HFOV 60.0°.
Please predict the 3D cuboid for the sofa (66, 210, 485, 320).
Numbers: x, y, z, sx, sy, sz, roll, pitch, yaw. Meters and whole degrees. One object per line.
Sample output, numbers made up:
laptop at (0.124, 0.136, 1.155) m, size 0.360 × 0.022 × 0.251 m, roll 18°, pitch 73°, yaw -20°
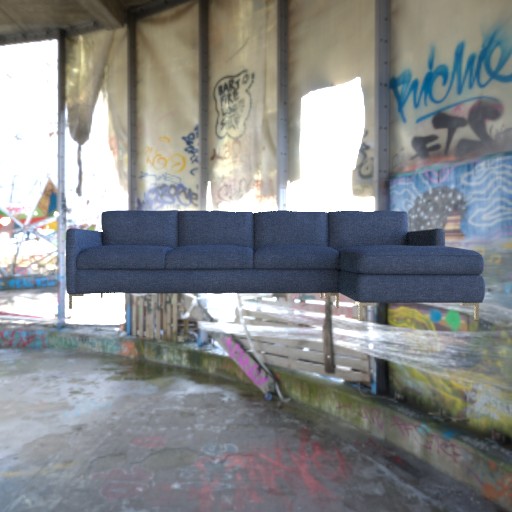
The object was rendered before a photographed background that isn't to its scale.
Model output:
sofa at (0.000, 0.000, 3.464) m, size 2.932 × 0.810 × 1.350 m, roll 0°, pitch 1°, yaw 0°
